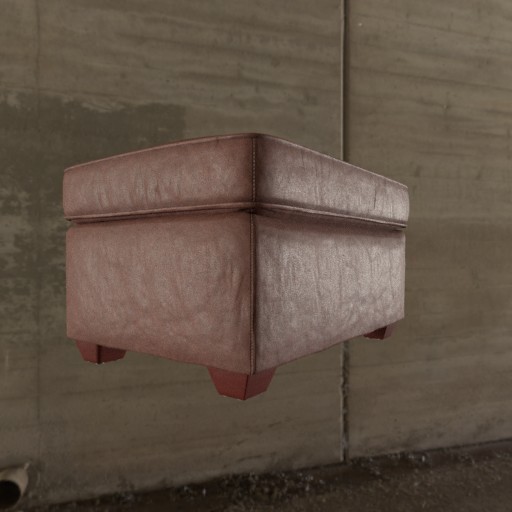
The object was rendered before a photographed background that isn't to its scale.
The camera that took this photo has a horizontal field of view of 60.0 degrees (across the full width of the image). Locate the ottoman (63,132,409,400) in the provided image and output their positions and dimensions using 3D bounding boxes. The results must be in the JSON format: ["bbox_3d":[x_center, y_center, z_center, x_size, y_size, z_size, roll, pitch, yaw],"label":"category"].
[{"bbox_3d":[0.000,0.000,1.083,0.548,0.449,0.749,0,1,36],"label":"ottoman"}]
